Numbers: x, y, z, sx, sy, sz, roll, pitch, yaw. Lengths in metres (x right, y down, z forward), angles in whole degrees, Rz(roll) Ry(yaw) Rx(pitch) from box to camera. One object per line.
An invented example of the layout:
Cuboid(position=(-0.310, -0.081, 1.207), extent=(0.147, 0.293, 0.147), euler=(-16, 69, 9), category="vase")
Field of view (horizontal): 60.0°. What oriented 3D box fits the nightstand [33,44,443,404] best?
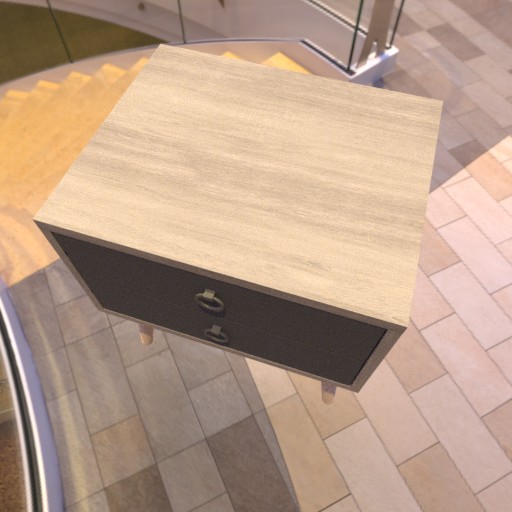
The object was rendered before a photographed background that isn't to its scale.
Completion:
Cuboid(position=(0.000, 0.000, 0.801), extent=(0.450, 0.500, 0.380), euler=(15, 60, 9), category="nightstand")
